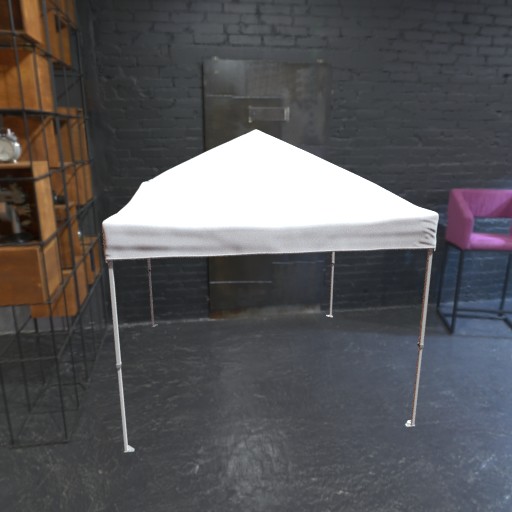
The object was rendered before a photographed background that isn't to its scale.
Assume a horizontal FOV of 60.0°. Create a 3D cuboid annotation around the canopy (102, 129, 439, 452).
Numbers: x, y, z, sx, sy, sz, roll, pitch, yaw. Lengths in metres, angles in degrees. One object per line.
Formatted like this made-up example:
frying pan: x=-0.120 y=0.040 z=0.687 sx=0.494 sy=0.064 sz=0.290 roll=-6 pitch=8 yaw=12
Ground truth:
canopy: x=0.000 y=0.000 z=5.464 sx=2.996 sy=2.997 sz=2.998 roll=-2 pitch=16 yaw=-7
